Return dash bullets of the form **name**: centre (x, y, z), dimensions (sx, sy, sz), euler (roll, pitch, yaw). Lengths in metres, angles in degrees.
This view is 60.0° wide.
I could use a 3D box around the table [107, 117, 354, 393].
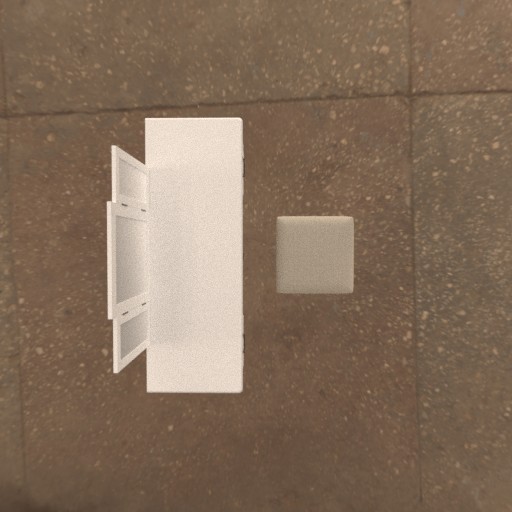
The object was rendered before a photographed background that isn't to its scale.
- **table**: centre (0.000, 0.000, 2.298), dimensions (1.115, 1.310, 1.369), euler (0, 91, 1)
